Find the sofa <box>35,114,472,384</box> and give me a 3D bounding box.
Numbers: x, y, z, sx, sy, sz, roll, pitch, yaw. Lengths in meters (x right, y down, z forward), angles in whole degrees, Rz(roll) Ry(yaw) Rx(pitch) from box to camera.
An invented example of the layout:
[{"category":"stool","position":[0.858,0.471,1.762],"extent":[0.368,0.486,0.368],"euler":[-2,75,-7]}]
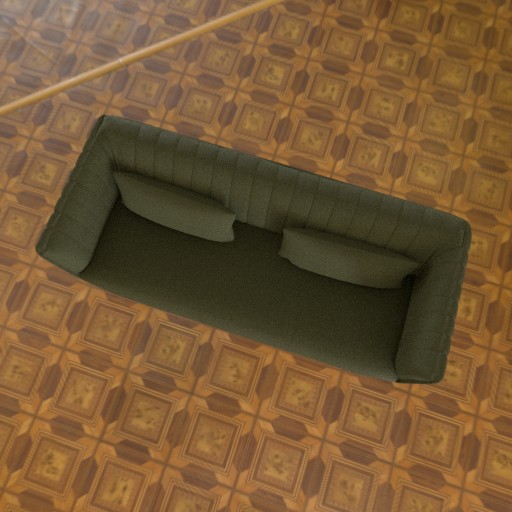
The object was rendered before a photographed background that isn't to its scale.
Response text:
[{"category":"sofa","position":[0.000,0.000,2.573],"extent":[2.137,0.793,0.896],"euler":[17,75,5]}]
